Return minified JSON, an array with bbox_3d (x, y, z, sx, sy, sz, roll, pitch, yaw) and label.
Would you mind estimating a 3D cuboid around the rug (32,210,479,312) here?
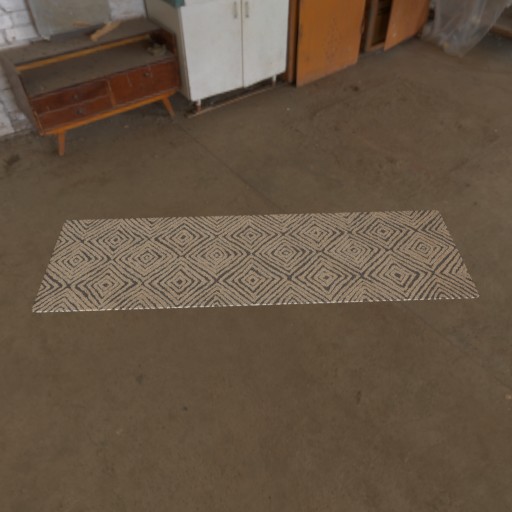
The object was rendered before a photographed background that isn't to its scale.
[{"bbox_3d":[0.000,0.000,2.475,2.277,0.008,0.676,-2,47,-2],"label":"rug"}]
